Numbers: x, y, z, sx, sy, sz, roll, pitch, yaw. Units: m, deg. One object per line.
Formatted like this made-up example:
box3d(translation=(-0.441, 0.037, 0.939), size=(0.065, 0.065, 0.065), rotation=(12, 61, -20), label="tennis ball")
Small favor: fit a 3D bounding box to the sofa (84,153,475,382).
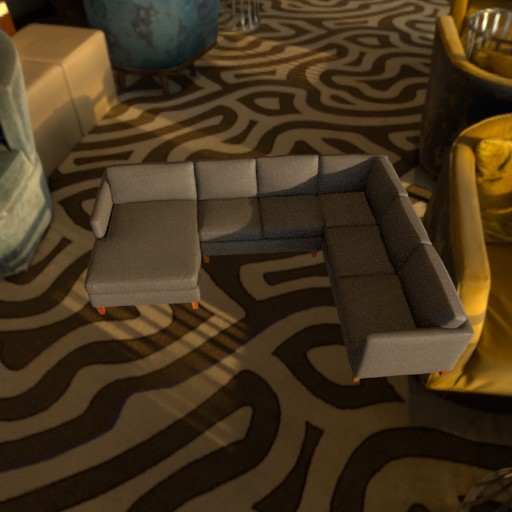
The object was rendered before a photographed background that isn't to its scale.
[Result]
box3d(translation=(0.000, 0.000, 4.604), size=(3.460, 0.961, 2.594), rotation=(-3, 46, -3), label="sofa")
